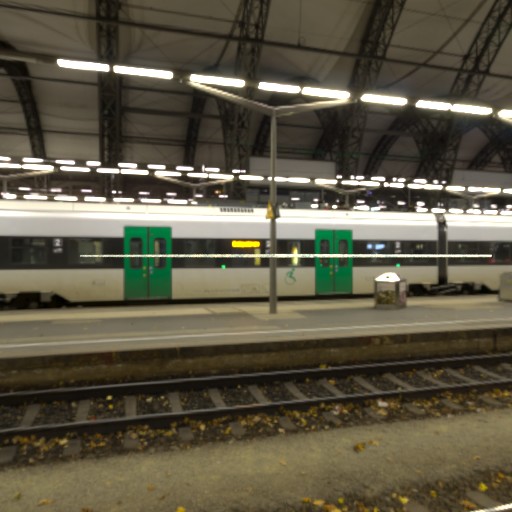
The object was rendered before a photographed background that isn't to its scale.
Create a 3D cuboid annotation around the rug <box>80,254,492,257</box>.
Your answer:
[{"bbox_3d":[0.000,0.000,2.311,1.260,0.009,1.820,0,0,-38],"label":"rug"}]
